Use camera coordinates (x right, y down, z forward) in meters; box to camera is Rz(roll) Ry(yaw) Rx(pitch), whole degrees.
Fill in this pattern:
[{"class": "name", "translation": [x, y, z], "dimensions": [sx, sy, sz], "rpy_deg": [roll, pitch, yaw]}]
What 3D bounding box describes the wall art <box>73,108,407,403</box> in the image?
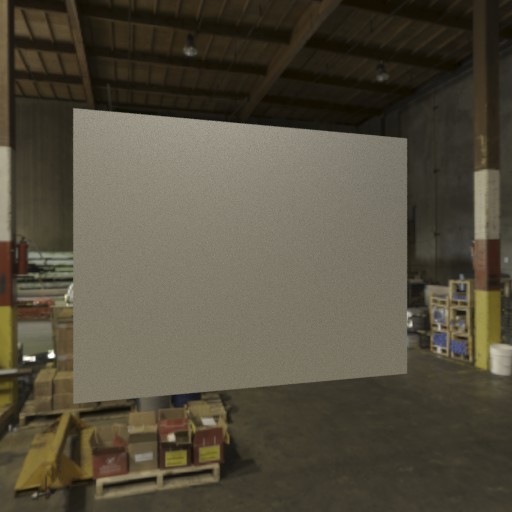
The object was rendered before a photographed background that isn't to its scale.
[{"class": "wall art", "translation": [0.000, 0.000, 1.389], "dimensions": [1.056, 0.801, 0.066], "rpy_deg": [0, 0, -17]}]
